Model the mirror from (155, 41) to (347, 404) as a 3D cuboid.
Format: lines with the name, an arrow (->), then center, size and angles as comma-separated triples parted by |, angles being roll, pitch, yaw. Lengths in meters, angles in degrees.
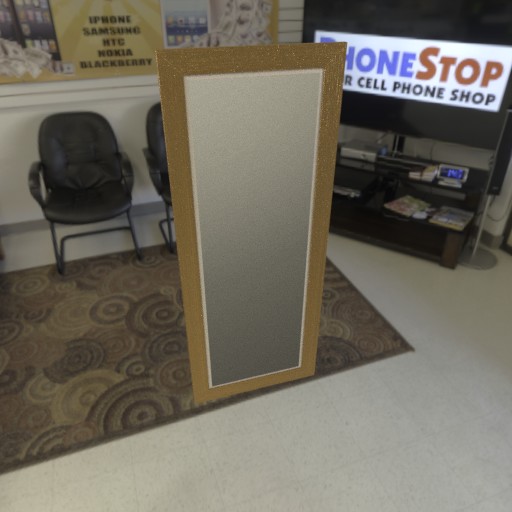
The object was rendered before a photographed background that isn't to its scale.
mirror -> 0.000, 0.000, 2.351 | 0.812, 2.031, 0.025 | -9, 33, -14
